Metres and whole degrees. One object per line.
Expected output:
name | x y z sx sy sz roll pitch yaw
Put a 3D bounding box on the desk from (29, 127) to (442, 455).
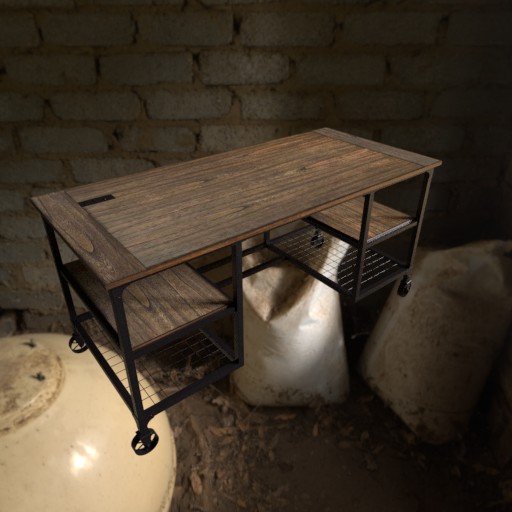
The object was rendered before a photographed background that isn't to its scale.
desk | 0.000 0.000 1.998 1.590 0.751 0.711 -22 38 -32
